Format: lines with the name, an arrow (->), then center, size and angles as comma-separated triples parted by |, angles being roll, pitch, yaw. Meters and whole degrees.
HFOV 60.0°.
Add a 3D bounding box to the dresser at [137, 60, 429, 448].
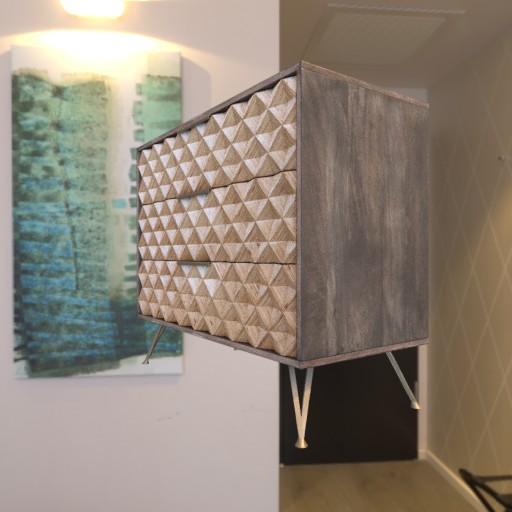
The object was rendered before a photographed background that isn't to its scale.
dresser -> 0.000, 0.000, 1.406 | 0.453, 0.801, 0.923 | 0, 0, -36
